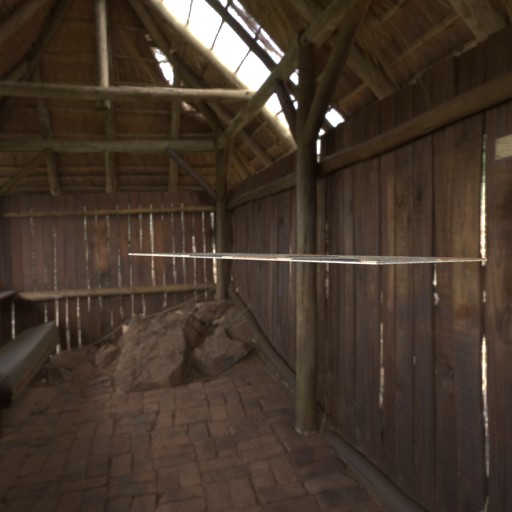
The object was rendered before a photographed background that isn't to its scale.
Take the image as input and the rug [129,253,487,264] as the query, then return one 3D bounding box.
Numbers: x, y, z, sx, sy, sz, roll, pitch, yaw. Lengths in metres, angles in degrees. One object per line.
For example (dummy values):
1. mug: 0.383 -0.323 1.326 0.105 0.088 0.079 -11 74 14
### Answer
1. rug: 0.000 0.000 2.536 0.687 0.011 2.287 -1 1 -35
